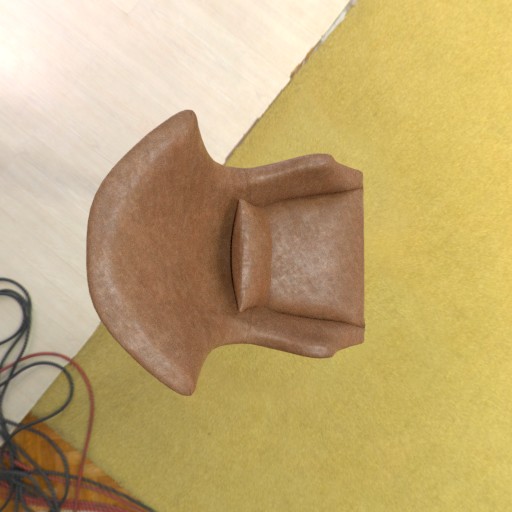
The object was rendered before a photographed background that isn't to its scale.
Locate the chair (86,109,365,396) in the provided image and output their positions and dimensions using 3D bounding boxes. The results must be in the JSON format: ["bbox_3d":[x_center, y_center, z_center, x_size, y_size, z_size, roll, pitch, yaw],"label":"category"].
[{"bbox_3d":[0.000,0.000,1.780,0.955,1.067,0.846,0,88,1],"label":"chair"}]
